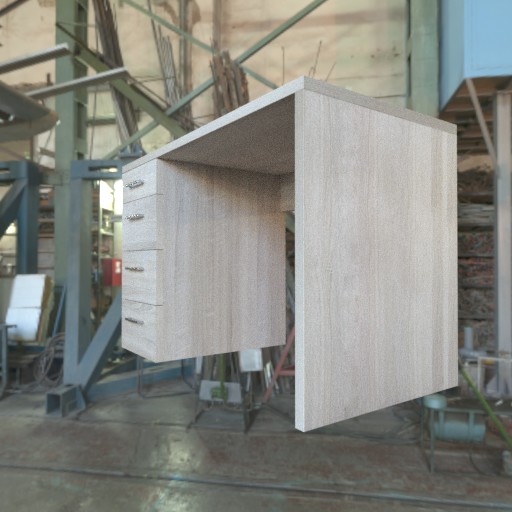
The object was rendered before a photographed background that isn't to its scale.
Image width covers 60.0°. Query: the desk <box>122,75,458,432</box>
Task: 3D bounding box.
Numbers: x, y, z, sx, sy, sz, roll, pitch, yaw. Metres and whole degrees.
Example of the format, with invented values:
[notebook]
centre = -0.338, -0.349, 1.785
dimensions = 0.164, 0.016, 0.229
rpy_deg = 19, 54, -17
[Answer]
[desk]
centre = 0.000, 0.000, 1.514
dimensions = 0.600, 0.731, 1.100
rpy_deg = 0, -1, -36
